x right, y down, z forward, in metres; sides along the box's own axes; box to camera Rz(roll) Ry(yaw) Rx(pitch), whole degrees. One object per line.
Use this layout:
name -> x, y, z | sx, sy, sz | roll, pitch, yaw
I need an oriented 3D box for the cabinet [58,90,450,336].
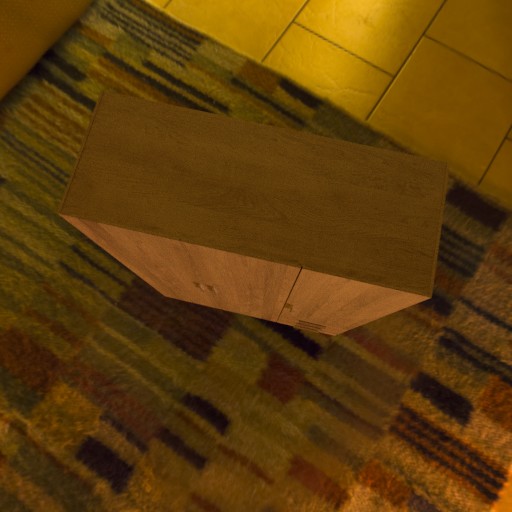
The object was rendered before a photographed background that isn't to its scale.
cabinet -> 0.000, 0.000, 2.466 | 1.290, 1.910, 0.510 | 13, 76, 3
